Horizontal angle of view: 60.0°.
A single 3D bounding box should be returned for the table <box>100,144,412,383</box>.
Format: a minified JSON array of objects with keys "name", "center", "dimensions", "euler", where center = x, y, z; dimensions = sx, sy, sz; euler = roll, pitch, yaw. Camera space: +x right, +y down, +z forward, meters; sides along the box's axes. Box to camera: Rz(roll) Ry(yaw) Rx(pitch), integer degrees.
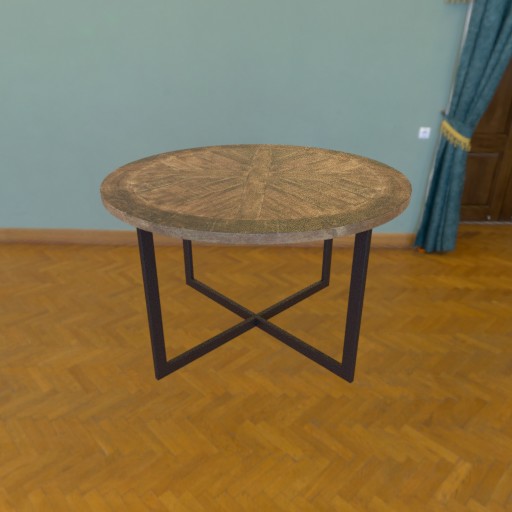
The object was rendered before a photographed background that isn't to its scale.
[{"name":"table","center":[0.000,0.000,2.048],"dimensions":[1.264,0.762,1.264],"euler":[0,26,0]}]
